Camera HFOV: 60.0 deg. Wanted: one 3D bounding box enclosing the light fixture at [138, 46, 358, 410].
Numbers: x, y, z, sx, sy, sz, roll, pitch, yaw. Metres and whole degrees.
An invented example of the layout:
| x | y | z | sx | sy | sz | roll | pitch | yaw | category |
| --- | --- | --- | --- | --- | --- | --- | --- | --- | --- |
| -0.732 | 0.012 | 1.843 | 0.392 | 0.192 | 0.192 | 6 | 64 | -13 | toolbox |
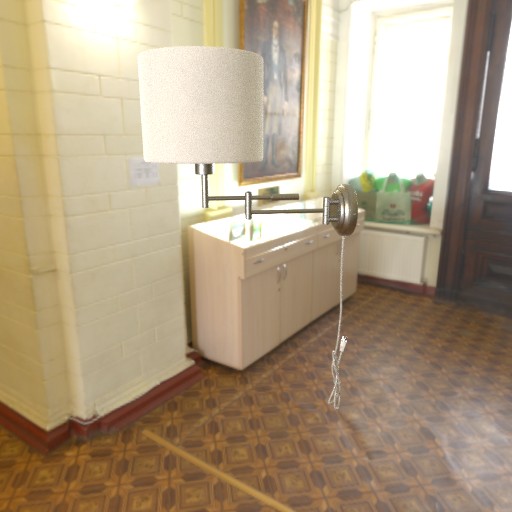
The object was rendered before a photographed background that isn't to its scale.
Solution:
| x | y | z | sx | sy | sz | roll | pitch | yaw | category |
| --- | --- | --- | --- | --- | --- | --- | --- | --- | --- |
| 0.000 | 0.000 | 1.029 | 0.479 | 0.842 | 0.253 | -2 | 15 | -9 | light fixture |
